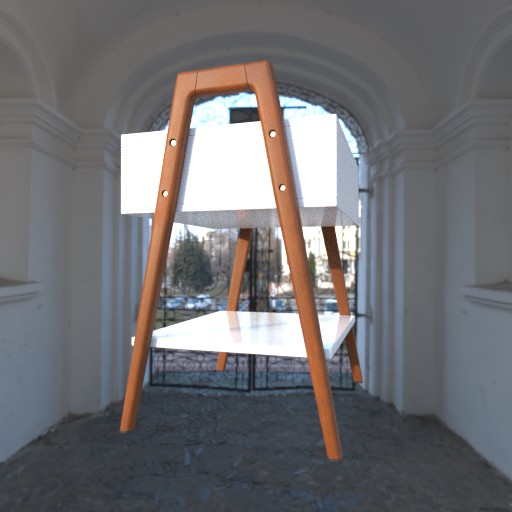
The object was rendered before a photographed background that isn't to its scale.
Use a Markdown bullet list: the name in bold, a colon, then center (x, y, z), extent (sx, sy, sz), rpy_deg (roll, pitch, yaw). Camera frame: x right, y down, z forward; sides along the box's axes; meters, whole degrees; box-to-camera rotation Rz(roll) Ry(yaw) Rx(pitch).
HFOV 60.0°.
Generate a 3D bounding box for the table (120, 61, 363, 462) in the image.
- **table**: center (0.000, 0.000, 0.929), extent (0.405, 0.610, 0.457), rpy_deg (0, 0, 17)
